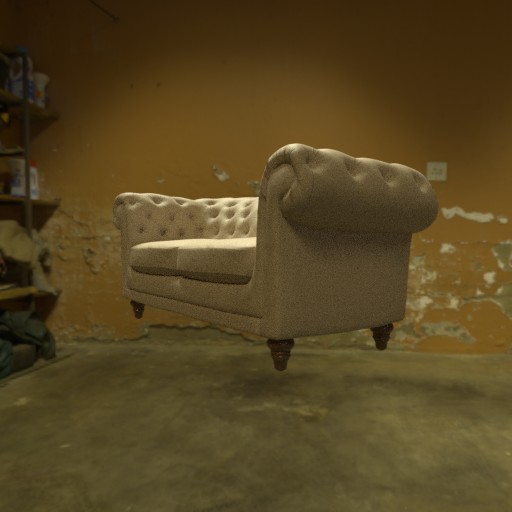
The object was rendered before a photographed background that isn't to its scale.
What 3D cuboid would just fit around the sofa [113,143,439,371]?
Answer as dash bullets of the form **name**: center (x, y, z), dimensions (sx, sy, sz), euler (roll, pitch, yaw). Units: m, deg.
- **sofa**: center (0.000, 0.000, 2.528), dimensions (1.069, 0.835, 1.988), euler (-1, 1, -35)
